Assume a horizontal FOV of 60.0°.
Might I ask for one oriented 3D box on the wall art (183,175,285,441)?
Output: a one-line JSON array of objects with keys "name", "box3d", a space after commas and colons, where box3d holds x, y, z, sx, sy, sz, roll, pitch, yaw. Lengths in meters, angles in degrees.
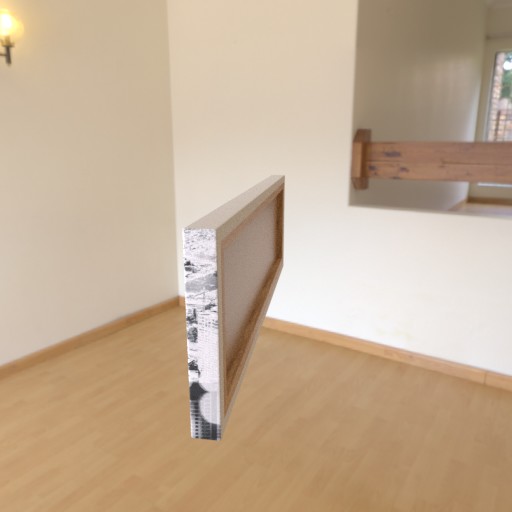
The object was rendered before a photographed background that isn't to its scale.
[{"name": "wall art", "box3d": [0.000, 0.000, 0.860, 0.038, 0.255, 0.763, 2, 15, 9]}]
